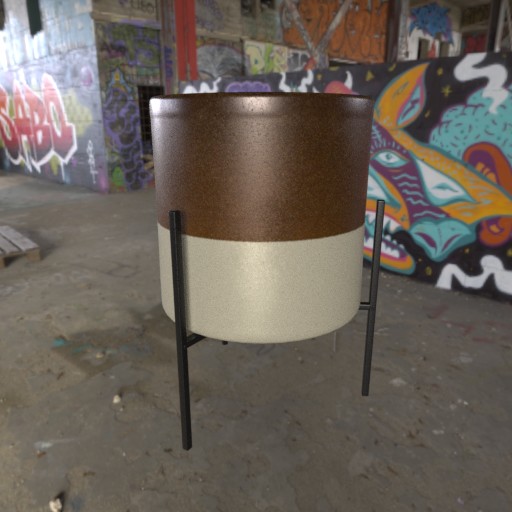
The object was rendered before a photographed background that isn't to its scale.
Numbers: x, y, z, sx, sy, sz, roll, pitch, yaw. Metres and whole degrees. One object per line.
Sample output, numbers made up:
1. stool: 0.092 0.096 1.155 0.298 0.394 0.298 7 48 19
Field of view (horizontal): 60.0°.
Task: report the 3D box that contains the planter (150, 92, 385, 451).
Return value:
1. planter: 0.000 0.000 0.560 0.255 0.375 0.269 -8 19 -24
